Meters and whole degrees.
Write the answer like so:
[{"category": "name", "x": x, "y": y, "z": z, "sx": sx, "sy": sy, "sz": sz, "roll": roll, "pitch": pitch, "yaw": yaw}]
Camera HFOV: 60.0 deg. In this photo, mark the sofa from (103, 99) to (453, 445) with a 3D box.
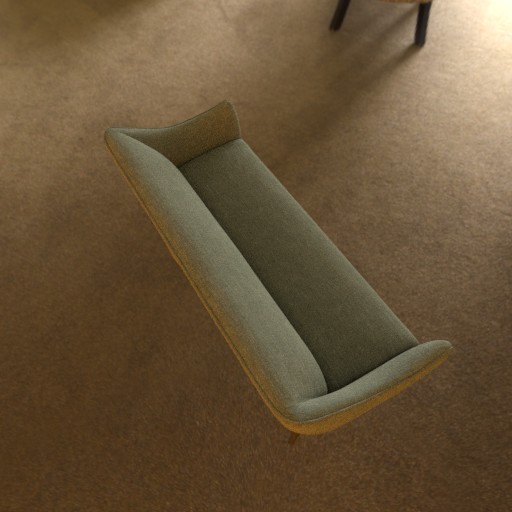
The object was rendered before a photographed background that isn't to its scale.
[{"category": "sofa", "x": 0.000, "y": 0.000, "z": 2.371, "sx": 0.867, "sy": 0.829, "sz": 1.928, "roll": -28, "pitch": 62, "yaw": -17}]
